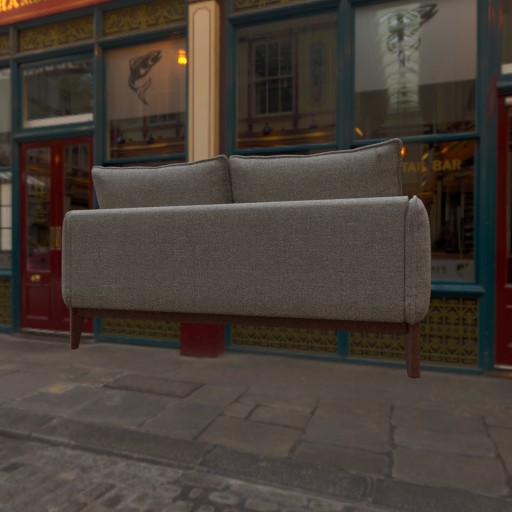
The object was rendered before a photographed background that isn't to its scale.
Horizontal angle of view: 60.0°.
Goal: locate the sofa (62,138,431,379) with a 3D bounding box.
[{"bbox_3d":[0.000,0.000,2.179,1.580,0.851,0.972,0,0,19],"label":"sofa"}]
